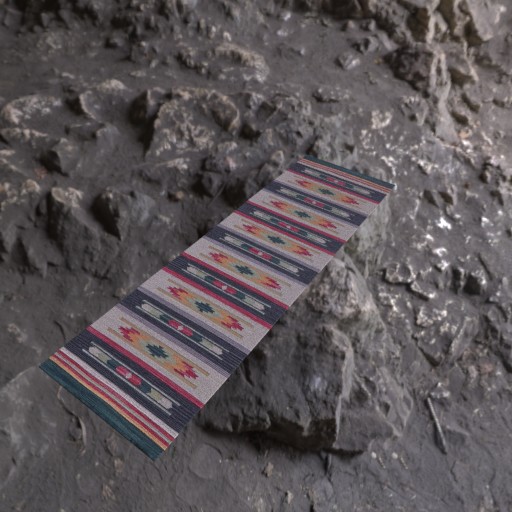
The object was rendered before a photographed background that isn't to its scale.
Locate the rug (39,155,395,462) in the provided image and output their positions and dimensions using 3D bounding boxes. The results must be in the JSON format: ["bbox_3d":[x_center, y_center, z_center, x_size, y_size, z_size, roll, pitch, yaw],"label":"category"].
[{"bbox_3d":[0.000,0.000,2.646,0.760,0.009,2.440,25,48,26],"label":"rug"}]
